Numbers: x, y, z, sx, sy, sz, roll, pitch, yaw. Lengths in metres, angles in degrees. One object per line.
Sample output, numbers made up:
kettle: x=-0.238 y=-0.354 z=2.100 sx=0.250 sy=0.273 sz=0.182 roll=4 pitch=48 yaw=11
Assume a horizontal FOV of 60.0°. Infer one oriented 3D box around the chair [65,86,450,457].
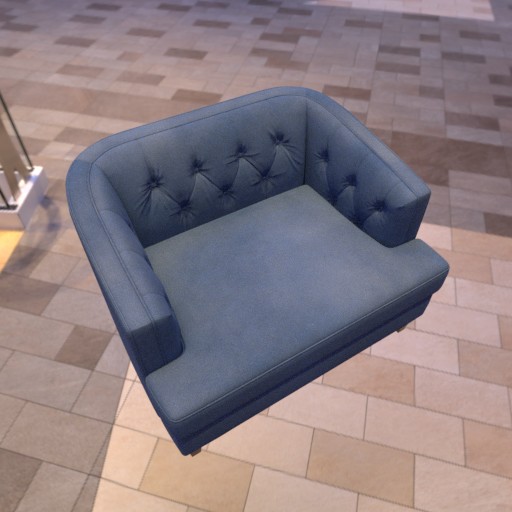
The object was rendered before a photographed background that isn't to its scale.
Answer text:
chair: x=0.000 y=0.000 z=1.683 sx=1.118 sy=0.787 sz=0.914 roll=-24 pitch=52 yaw=-21
